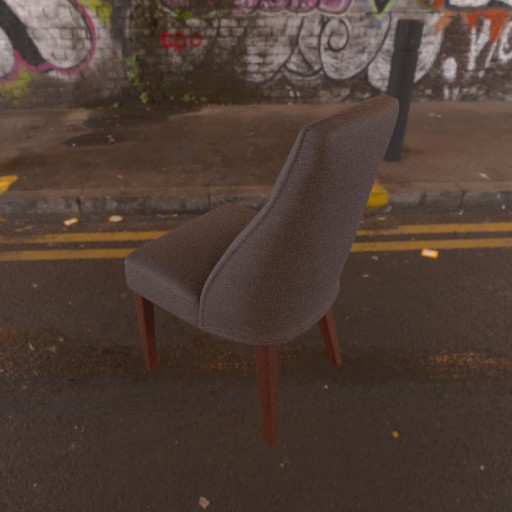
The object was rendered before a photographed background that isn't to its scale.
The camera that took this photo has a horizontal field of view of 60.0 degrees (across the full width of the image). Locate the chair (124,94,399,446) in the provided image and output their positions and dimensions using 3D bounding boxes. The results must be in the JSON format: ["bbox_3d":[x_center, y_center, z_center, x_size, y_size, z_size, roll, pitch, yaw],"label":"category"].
[{"bbox_3d":[0.000,0.000,1.296,0.620,0.930,0.500,22,38,31],"label":"chair"}]
